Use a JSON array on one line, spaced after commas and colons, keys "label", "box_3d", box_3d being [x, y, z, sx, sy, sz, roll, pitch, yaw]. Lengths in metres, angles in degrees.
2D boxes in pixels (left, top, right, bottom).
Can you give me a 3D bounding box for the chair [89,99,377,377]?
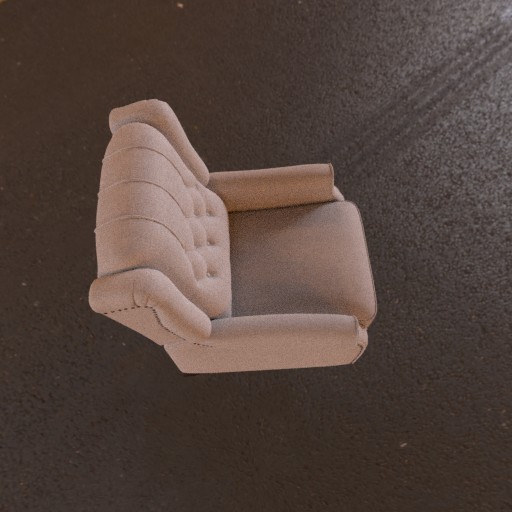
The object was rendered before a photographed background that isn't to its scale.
[{"label": "chair", "box_3d": [0.000, 0.000, 1.672, 0.902, 1.035, 0.742, -3, 64, -1]}]
